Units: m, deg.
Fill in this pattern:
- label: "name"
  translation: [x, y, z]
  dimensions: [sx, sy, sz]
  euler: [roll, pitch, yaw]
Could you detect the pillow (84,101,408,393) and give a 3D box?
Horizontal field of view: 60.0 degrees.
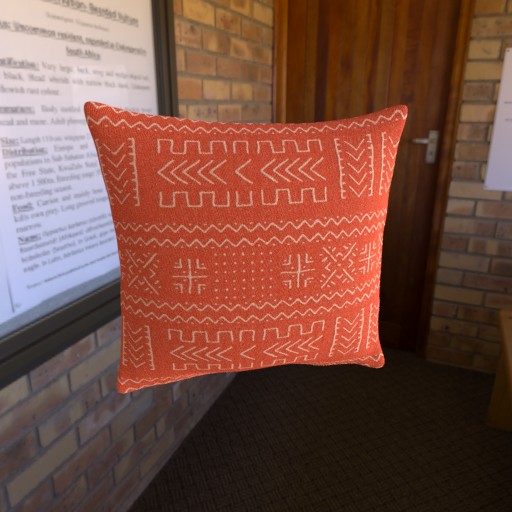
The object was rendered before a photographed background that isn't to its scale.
- label: "pillow"
  translation: [0.000, 0.000, 0.652]
  dimensions: [0.438, 0.429, 0.164]
  euler: [-3, 19, -8]
